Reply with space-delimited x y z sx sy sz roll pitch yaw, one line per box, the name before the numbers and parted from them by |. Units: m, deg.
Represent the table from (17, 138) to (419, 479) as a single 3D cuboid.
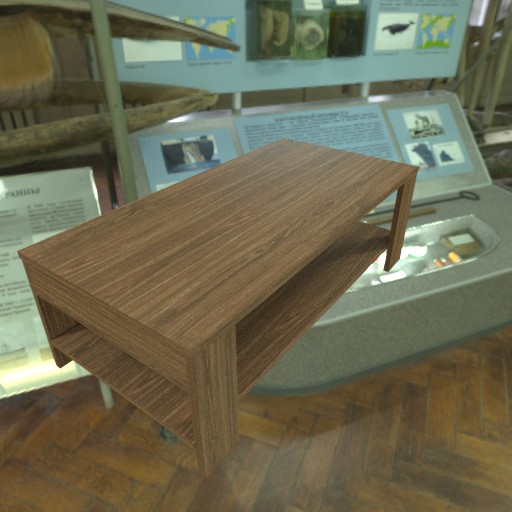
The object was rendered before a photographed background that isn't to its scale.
table | 0.000 0.000 1.473 0.600 0.400 1.200 21 37 31
